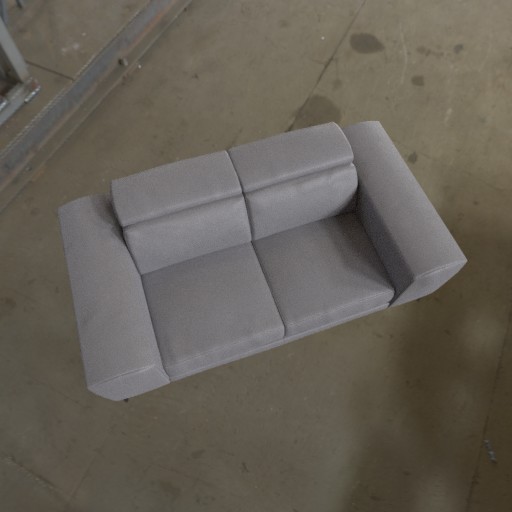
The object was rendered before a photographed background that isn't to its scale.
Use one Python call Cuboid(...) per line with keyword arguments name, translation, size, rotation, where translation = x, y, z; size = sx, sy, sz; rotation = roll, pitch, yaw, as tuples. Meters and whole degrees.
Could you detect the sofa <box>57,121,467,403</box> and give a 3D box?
Cuboid(name="sofa", translation=(0.000, 0.000, 2.447), size=(1.895, 0.779, 1.003), rotation=(-17, 64, -9))
